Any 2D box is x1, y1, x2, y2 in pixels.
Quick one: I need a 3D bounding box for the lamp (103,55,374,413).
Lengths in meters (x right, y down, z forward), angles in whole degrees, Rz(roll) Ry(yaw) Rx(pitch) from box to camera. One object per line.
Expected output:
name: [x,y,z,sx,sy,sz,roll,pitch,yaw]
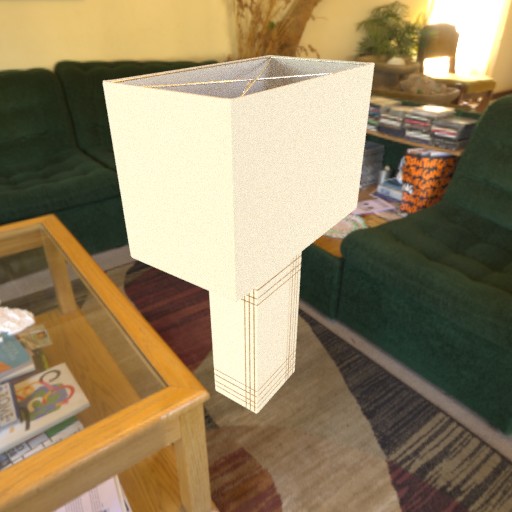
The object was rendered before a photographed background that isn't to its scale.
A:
lamp: [0.000,0.000,0.697,0.182,0.543,0.334,20,35,30]
